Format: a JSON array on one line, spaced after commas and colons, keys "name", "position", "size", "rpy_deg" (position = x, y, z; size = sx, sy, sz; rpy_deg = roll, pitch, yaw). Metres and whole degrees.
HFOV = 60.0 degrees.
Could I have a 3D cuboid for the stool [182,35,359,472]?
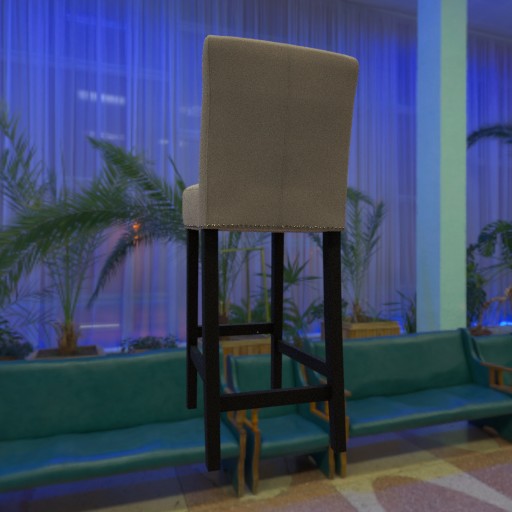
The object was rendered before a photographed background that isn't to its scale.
[{"name": "stool", "position": [0.000, 0.000, 1.327], "size": [0.411, 1.047, 0.548], "rpy_deg": [0, 0, -18]}]
